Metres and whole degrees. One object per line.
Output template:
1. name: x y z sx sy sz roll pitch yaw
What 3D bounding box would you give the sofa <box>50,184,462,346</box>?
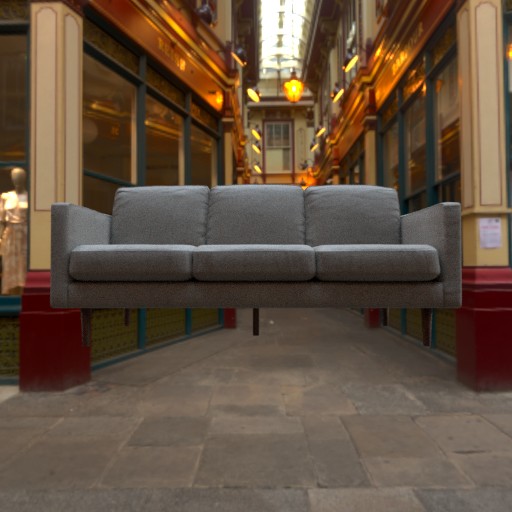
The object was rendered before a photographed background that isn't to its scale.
1. sofa: 0.000 0.000 2.547 1.983 0.918 0.944 0 -1 0
